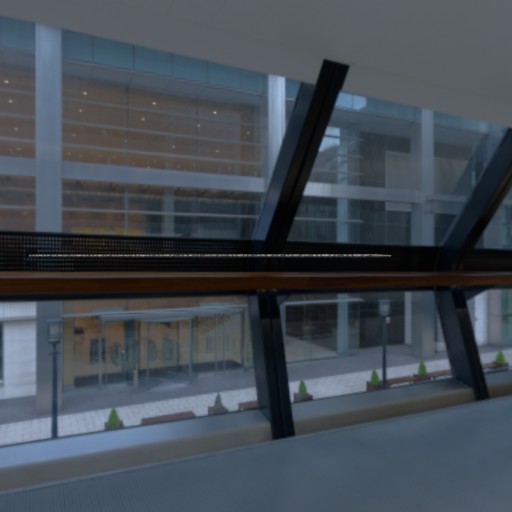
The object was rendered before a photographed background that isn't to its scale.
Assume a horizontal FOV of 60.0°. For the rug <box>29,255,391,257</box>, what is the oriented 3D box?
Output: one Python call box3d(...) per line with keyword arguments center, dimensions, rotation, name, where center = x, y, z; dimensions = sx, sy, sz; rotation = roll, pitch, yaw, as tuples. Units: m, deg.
box3d(center=(0.000, 0.000, 4.320), dimensions=(2.439, 0.014, 3.207), rotation=(0, 0, 18), name="rug")
